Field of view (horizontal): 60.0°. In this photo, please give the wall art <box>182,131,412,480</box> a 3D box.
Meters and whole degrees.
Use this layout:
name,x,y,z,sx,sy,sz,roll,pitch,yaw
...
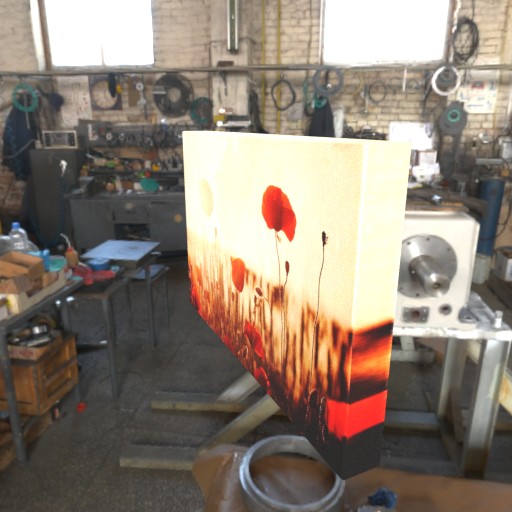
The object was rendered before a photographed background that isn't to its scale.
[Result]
name,x,y,z,sx,sy,sz,roll,pitch,yaw
wall art,0.000,0.000,0.475,0.037,0.251,0.383,-8,19,-24
